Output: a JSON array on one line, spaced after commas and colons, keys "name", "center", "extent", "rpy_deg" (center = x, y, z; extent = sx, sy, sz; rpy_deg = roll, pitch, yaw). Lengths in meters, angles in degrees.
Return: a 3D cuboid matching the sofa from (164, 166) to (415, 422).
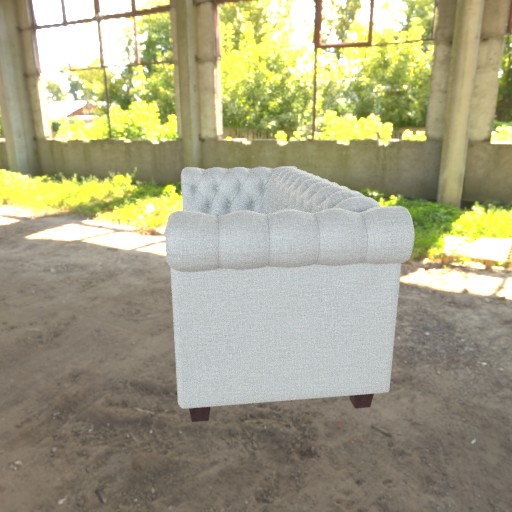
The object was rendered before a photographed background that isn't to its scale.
[{"name": "sofa", "center": [0.000, 0.000, 2.270], "extent": [0.783, 0.797, 1.798], "rpy_deg": [-2, 16, -7]}]
